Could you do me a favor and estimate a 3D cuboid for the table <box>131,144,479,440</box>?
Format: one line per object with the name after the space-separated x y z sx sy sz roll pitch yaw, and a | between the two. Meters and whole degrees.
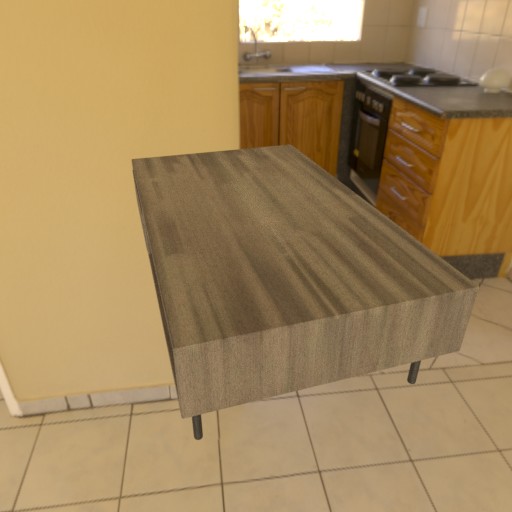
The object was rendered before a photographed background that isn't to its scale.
0.000 0.000 1.380 0.643 0.347 1.088 -9 31 -15 | table
